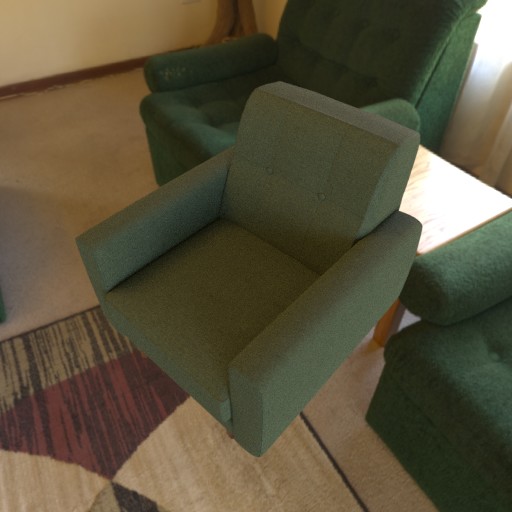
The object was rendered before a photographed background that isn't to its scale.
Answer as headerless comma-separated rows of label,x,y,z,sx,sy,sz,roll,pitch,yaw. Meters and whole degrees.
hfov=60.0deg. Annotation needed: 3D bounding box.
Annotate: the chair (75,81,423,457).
chair,0.000,0.000,1.550,0.831,0.841,0.909,32,53,28
